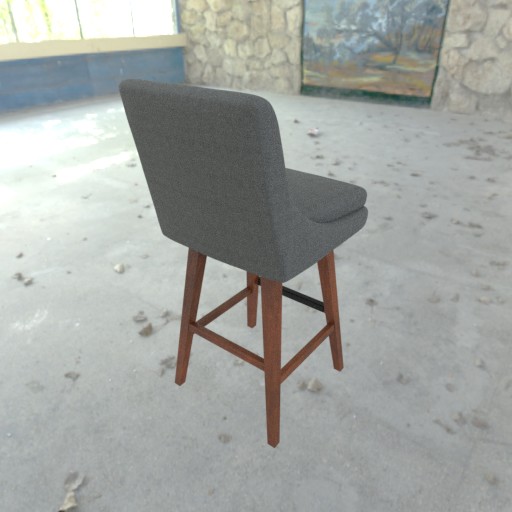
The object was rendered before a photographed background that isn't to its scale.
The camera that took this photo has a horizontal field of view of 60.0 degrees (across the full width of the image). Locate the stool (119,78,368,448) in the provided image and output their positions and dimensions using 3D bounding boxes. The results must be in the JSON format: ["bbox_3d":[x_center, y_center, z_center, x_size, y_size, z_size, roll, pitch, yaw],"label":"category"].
[{"bbox_3d":[0.000,0.000,1.274,0.447,0.977,0.524,21,35,33],"label":"stool"}]
